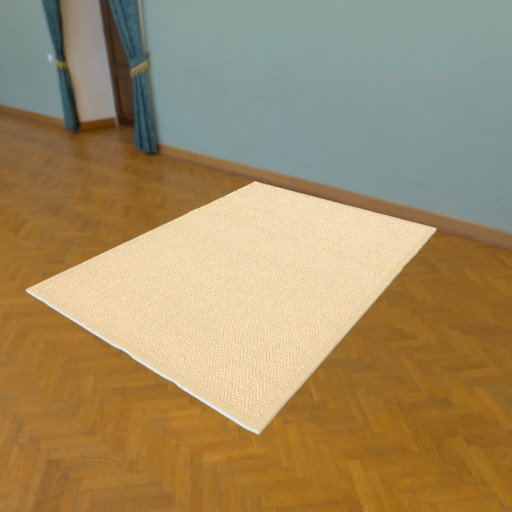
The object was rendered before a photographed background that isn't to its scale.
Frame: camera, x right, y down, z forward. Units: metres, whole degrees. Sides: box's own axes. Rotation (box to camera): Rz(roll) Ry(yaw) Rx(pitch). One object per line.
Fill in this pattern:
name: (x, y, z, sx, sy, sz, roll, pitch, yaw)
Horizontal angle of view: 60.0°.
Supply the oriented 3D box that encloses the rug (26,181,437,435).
rug: (0.000, 0.000, 4.761, 2.734, 0.037, 3.659, 20, 35, 31)
